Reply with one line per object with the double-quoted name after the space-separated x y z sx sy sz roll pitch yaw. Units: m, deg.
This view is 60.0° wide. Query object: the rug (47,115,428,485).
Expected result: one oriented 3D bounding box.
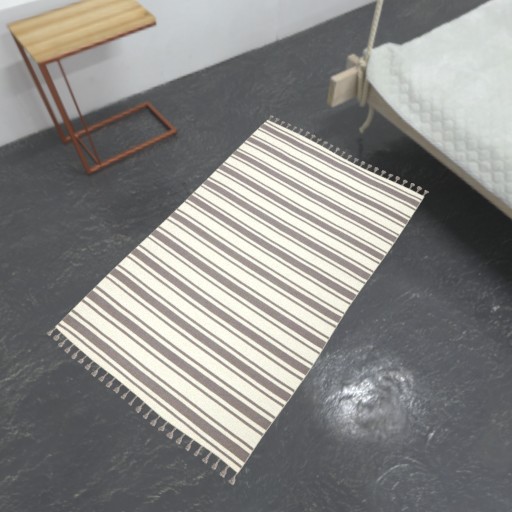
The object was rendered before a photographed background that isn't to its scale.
0.000 0.000 2.582 1.229 0.011 2.096 32 63 18 "rug"
